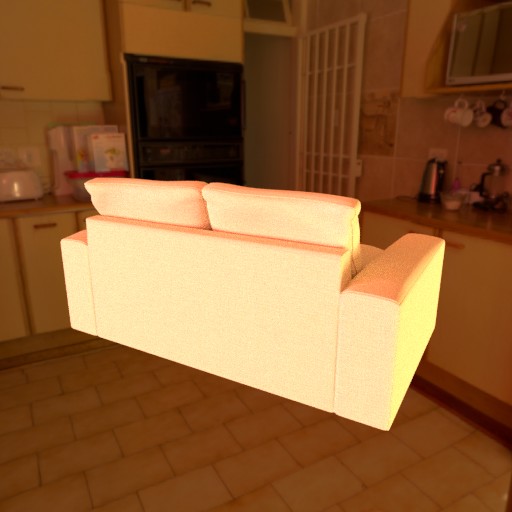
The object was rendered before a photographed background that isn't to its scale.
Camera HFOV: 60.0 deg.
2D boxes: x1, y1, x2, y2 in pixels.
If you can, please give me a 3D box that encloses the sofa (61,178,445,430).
[{"bbox_3d":[0.000,0.000,2.379,1.754,0.875,1.091,9,19,29],"label":"sofa"}]
